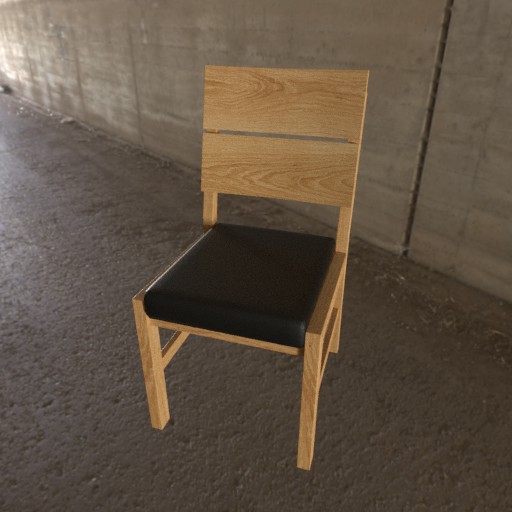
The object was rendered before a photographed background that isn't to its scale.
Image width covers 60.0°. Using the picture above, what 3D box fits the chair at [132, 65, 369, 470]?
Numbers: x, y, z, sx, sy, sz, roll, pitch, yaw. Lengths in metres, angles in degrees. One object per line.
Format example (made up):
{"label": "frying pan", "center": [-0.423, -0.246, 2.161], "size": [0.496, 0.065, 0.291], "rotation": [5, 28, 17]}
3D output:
{"label": "chair", "center": [0.000, 0.000, 1.261], "size": [0.475, 0.950, 0.569], "rotation": [8, 29, 16]}
